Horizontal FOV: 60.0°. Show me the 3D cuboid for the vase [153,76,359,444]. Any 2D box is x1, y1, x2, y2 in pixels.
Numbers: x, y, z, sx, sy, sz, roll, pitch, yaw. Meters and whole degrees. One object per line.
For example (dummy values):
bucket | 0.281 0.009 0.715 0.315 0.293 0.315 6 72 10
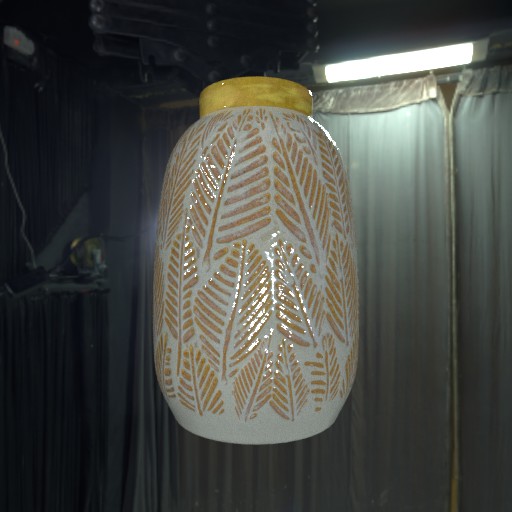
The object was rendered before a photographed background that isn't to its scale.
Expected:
vase | 0.000 0.000 0.380 0.172 0.270 0.172 0 0 0
